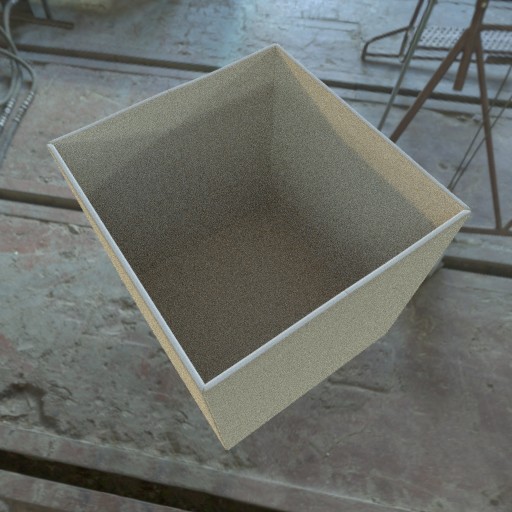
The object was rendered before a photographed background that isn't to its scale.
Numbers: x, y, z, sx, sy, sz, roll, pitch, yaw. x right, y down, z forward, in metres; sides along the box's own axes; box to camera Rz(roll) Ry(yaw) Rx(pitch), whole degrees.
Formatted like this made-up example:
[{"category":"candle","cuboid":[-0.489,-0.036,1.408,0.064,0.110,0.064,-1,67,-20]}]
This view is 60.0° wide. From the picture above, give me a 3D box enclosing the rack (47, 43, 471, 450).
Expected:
[{"category":"rack","cuboid":[0.000,0.000,0.492,0.270,0.280,0.270,-31,64,-17]}]
